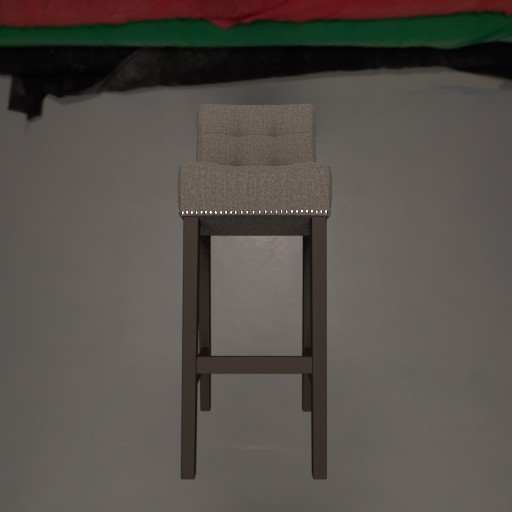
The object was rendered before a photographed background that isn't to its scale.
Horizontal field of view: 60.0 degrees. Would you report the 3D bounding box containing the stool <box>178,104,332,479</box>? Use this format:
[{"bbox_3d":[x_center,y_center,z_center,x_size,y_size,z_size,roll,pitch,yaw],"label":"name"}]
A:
[{"bbox_3d":[0.000,0.000,1.307,0.411,1.047,0.548,0,0,0],"label":"stool"}]
